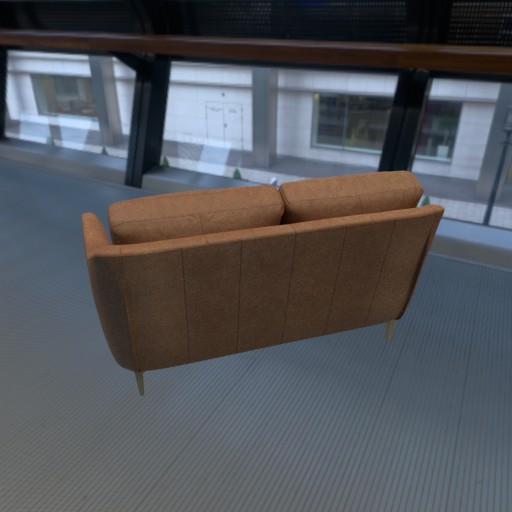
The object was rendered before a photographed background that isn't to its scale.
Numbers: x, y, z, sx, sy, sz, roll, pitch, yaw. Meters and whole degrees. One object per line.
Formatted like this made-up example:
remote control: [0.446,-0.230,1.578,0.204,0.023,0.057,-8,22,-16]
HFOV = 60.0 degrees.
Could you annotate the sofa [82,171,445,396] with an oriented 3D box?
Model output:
sofa: [0.000,0.000,2.209,1.619,0.902,0.960,-8,28,-16]
